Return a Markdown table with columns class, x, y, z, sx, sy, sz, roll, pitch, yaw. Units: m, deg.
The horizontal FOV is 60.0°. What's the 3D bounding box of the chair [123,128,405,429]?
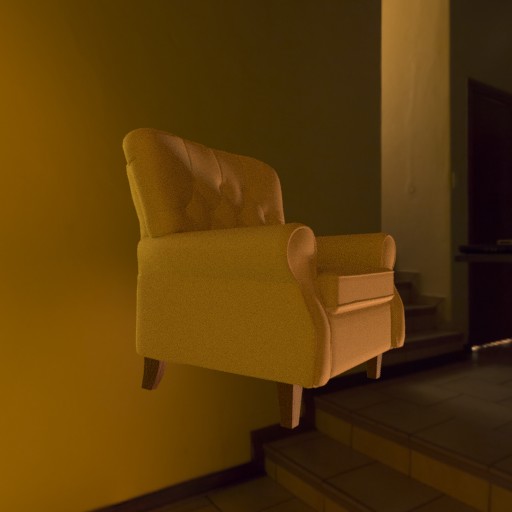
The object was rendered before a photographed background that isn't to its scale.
| class | x | y | z | sx | sy | sz | roll | pitch | yaw |
| --- | --- | --- | --- | --- | --- | --- | --- | --- | --- |
| chair | 0.000 | 0.000 | 2.071 | 1.132 | 1.169 | 1.035 | 0 | 0 | 36 |
